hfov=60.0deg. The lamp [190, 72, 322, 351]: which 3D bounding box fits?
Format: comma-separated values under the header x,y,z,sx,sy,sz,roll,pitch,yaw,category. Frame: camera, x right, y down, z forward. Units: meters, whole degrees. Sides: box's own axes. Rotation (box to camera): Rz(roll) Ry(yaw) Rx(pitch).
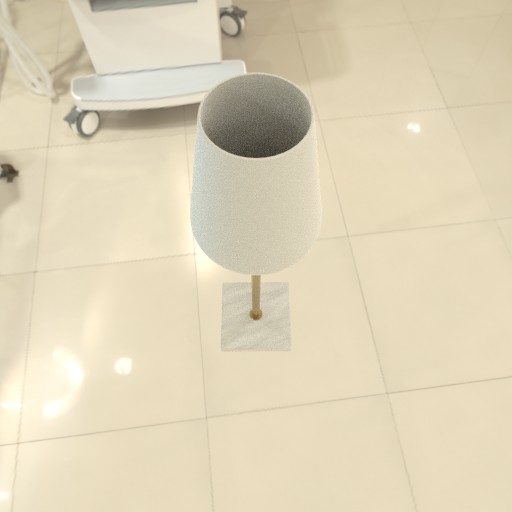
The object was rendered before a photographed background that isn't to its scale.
x,y,z,sx,sy,sz,roll,pitch,yaw,category
0.000,0.000,0.727,0.181,0.639,0.181,0,64,0,lamp
